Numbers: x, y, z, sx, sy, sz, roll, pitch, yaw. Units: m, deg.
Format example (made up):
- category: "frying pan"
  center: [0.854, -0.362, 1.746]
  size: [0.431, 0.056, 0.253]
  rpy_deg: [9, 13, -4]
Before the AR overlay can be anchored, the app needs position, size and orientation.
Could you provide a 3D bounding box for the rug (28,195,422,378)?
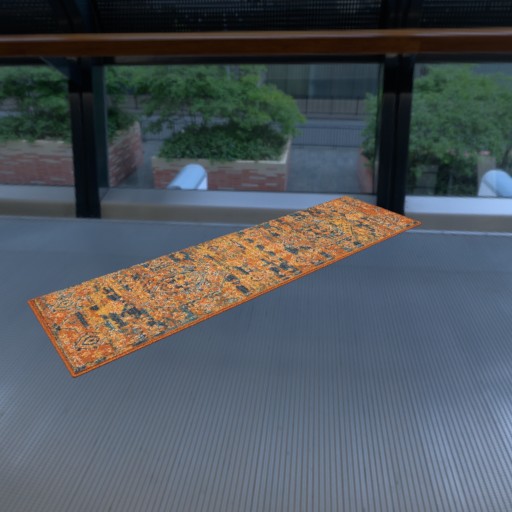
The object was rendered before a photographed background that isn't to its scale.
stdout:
- category: "rug"
  center: [0.000, 0.000, 2.512]
  size: [2.274, 0.016, 0.651]
  rpy_deg: [-21, 35, -33]
